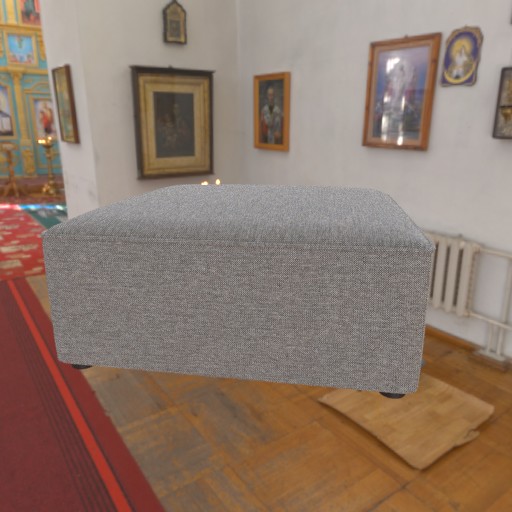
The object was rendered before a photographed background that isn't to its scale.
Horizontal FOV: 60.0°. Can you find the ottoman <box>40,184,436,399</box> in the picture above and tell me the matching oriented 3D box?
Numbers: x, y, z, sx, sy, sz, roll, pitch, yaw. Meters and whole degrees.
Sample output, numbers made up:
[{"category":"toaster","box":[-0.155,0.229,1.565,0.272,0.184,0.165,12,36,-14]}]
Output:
[{"category":"ottoman","box":[0.000,0.000,1.584,1.005,0.455,1.005,3,16,9]}]
